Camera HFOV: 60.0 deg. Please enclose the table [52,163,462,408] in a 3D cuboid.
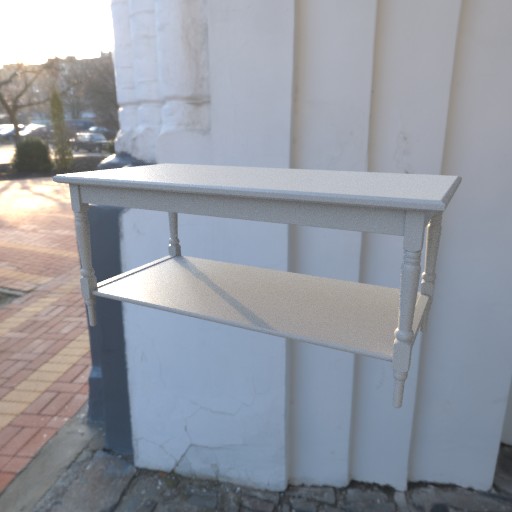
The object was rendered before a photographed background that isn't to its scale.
[{"bbox_3d":[0.000,0.000,1.408,1.109,0.506,0.551,8,18,26],"label":"table"}]
